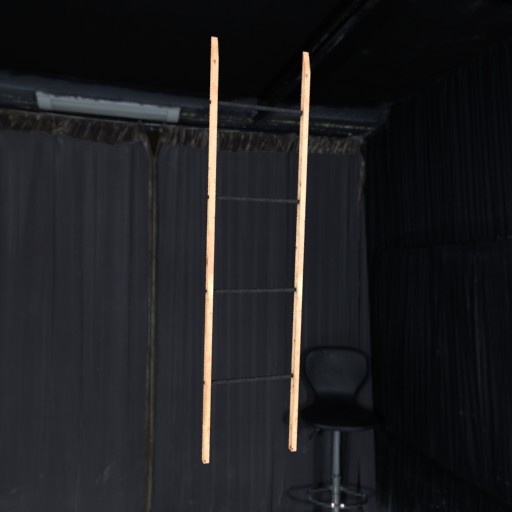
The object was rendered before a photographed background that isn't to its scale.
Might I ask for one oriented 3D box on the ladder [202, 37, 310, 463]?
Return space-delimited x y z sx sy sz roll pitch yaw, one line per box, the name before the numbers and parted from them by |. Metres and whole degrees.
ladder | 0.000 0.000 1.953 0.442 1.805 0.200 0 -2 -18
